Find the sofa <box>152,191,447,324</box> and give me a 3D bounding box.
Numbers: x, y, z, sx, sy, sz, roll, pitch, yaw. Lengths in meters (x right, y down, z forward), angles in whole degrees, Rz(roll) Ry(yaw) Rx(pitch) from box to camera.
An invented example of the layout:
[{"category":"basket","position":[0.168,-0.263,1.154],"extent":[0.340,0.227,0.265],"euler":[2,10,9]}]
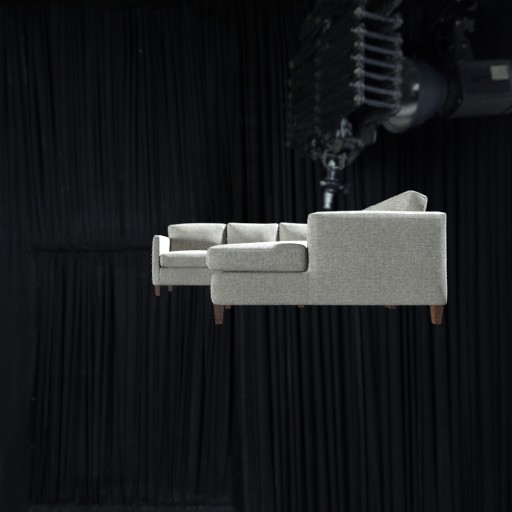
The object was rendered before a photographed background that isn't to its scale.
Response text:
[{"category":"sofa","position":[0.000,0.000,4.651],"extent":[2.593,0.959,3.460],"euler":[0,-1,0]}]
